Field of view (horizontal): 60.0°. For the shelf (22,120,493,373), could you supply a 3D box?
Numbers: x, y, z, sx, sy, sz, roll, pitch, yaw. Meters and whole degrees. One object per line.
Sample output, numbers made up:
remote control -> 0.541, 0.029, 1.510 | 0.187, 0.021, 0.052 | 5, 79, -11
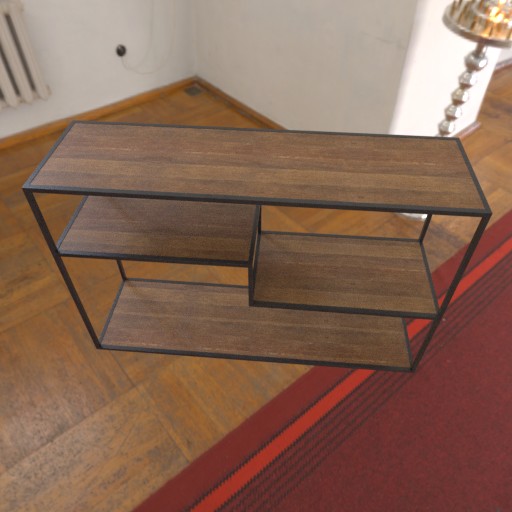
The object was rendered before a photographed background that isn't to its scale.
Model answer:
shelf -> 0.000, 0.000, 1.520 | 1.201, 0.765, 0.361 | 4, 46, 3
